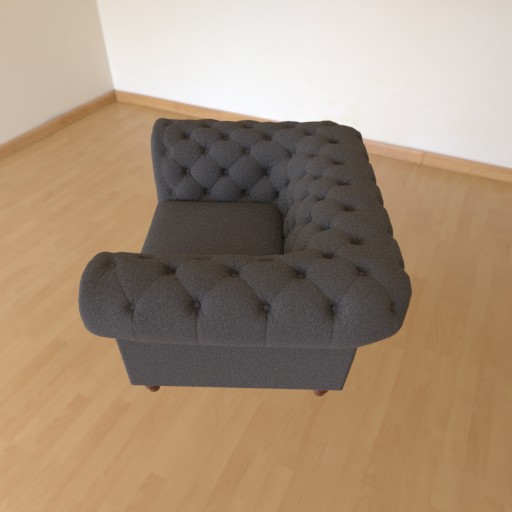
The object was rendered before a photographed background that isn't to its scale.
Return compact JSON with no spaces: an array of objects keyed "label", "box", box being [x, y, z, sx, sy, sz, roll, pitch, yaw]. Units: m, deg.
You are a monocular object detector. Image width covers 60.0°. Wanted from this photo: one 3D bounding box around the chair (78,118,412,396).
[{"label":"chair","box":[0.000,0.000,1.889,0.976,0.770,1.270,1,41,1]}]
